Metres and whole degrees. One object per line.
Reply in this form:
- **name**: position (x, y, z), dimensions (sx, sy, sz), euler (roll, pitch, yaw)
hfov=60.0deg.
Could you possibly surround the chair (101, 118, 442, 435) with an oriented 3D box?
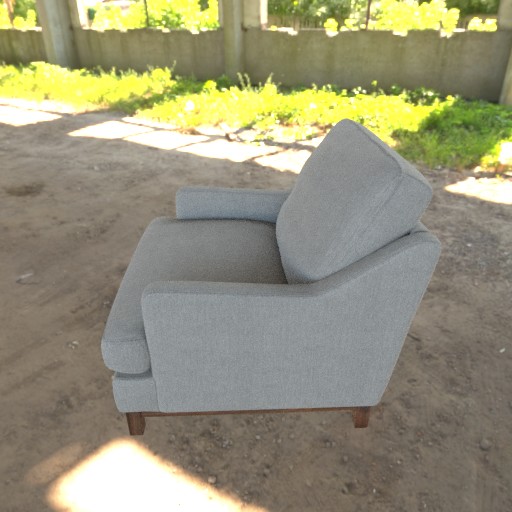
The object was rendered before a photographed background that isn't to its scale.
- **chair**: position (0.000, 0.000, 1.522), dimensions (0.892, 0.821, 0.826), euler (-1, 28, -2)
